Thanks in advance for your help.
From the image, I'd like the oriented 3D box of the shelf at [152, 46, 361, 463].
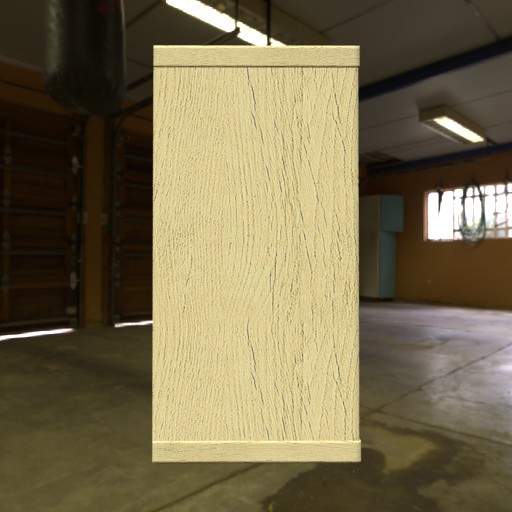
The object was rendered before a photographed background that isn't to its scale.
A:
[{"bbox_3d":[0.000,0.000,1.229,0.390,0.786,0.790,0,-1,0],"label":"shelf"}]
